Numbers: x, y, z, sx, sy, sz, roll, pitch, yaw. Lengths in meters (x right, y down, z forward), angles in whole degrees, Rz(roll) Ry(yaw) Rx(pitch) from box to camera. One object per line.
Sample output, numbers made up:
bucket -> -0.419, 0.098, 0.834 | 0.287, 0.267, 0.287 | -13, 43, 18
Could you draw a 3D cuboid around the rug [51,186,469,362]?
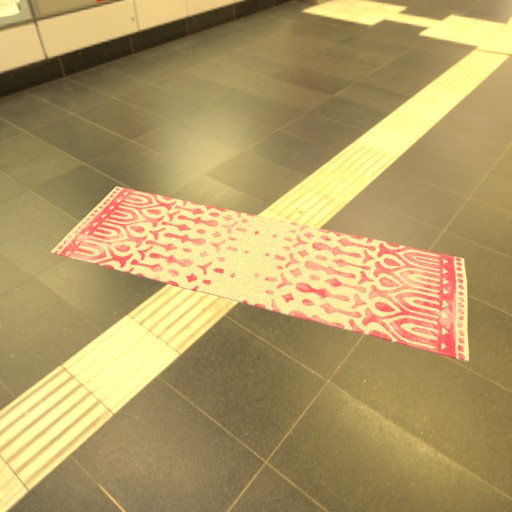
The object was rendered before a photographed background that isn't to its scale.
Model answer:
rug -> 0.000, 0.000, 2.724 | 2.458, 0.011, 0.787 | 13, 44, 14
